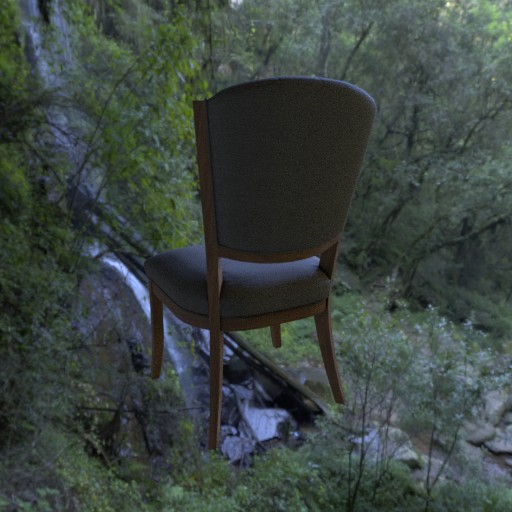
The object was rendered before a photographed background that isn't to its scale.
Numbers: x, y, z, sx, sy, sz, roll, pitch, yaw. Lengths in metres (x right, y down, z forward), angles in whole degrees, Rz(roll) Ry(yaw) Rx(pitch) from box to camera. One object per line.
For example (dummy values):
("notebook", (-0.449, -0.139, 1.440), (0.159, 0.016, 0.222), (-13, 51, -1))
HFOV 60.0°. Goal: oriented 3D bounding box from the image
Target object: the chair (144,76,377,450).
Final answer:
("chair", (0.000, 0.000, 1.280), (0.513, 0.905, 0.584), (-8, 16, -28))
